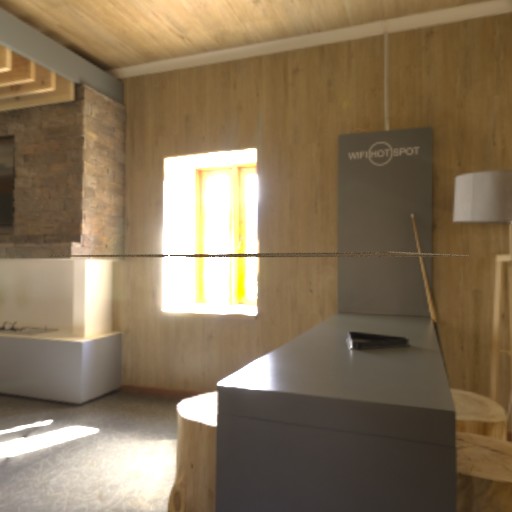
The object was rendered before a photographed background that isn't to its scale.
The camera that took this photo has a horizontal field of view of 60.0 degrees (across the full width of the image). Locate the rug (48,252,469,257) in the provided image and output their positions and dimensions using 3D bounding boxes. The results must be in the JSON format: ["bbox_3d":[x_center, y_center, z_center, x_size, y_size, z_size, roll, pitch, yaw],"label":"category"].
[{"bbox_3d":[0.000,0.000,2.328,1.854,0.006,1.234,0,-1,35],"label":"rug"}]
